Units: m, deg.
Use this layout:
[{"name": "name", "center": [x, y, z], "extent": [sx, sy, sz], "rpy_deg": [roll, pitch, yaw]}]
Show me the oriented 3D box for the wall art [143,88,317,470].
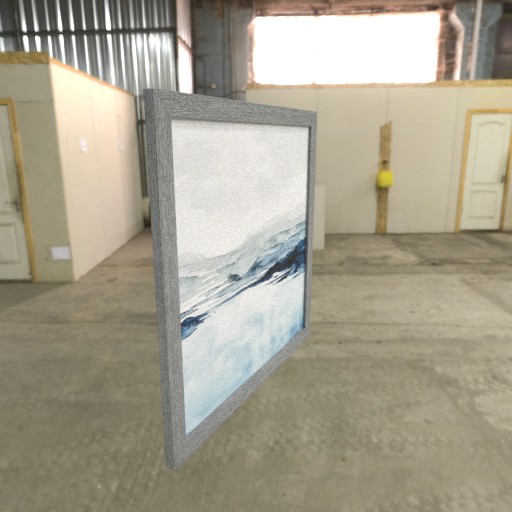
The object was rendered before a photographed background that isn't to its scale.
[{"name": "wall art", "center": [0.000, 0.000, 1.051], "extent": [0.020, 0.685, 0.685], "rpy_deg": [8, 17, 28]}]
